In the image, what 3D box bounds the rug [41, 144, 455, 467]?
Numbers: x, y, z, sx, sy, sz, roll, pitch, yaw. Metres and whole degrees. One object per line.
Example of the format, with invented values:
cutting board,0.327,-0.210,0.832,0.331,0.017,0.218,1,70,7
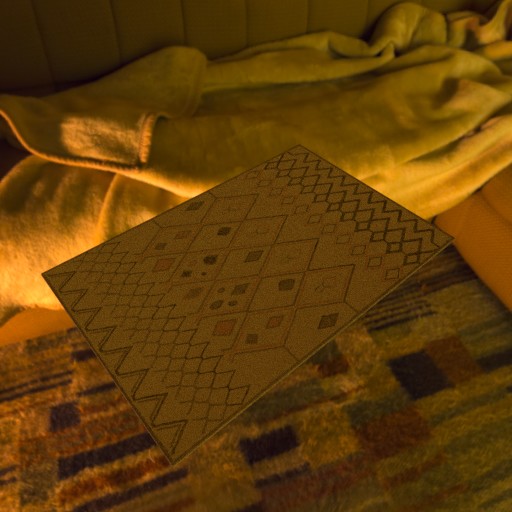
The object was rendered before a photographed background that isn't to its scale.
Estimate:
rug,0.000,0.000,2.335,1.829,0.016,1.219,-32,54,-26
